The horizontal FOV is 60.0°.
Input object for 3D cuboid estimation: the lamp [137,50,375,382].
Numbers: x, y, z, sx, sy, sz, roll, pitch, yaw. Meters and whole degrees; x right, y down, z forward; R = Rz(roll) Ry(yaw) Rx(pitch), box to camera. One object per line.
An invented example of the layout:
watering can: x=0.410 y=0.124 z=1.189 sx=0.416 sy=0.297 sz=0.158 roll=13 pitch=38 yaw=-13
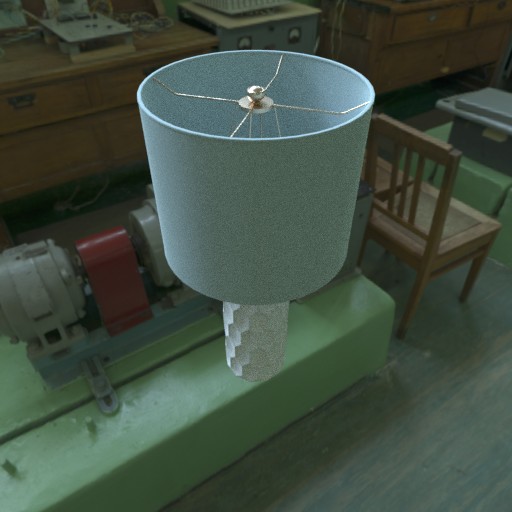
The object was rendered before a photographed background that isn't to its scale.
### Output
lamp: x=0.000 y=0.000 z=0.700 sx=0.277 sy=0.534 sz=0.277 roll=-25 pitch=47 yaw=-26
